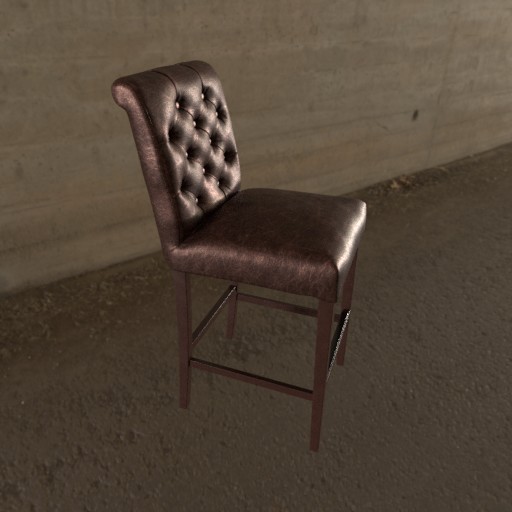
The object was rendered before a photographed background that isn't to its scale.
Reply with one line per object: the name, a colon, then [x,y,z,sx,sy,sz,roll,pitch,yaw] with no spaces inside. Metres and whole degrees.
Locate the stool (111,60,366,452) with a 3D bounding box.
stool: [0.000,0.000,1.504,0.659,1.168,0.483,11,31,18]
